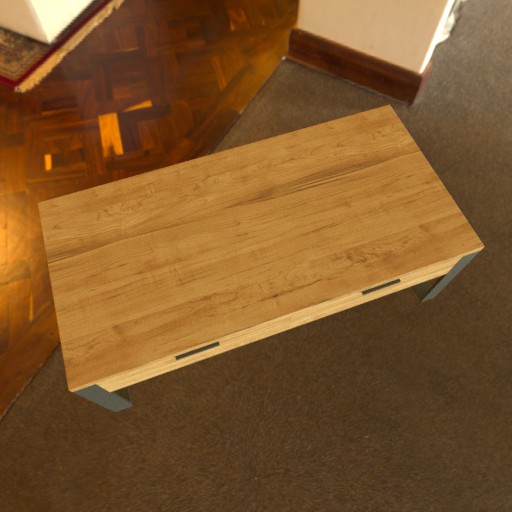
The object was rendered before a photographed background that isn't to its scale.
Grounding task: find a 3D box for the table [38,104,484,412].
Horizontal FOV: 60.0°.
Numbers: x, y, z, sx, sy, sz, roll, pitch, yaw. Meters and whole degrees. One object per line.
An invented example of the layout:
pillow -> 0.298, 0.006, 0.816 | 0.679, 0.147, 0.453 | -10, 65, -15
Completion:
table -> 0.000, 0.000, 1.473 | 1.180, 0.400, 0.590 | -18, 65, -9
